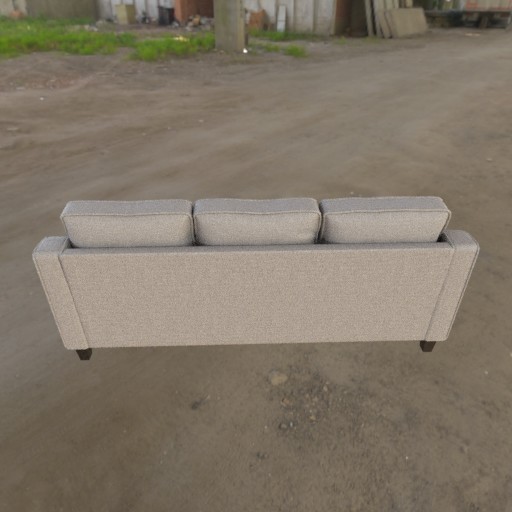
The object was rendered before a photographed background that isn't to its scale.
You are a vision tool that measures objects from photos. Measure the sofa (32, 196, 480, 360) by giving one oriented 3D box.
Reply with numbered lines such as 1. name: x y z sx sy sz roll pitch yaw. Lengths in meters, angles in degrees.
1. sofa: 0.000 0.000 2.626 2.129 0.950 0.899 -1 31 -2
